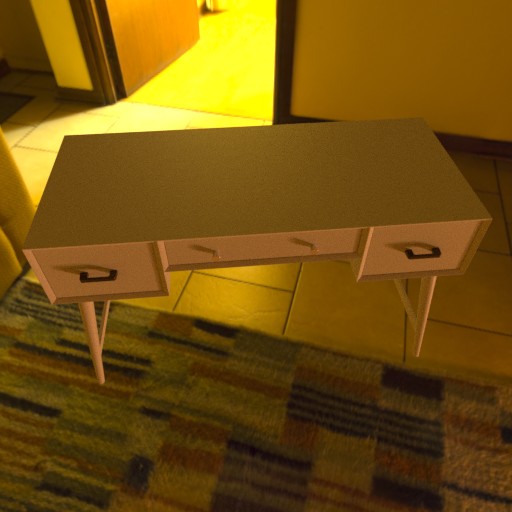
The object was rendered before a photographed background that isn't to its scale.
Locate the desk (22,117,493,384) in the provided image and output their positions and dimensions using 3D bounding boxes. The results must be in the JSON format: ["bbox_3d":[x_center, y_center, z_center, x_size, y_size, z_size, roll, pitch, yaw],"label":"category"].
[{"bbox_3d":[0.000,0.000,1.696,1.313,0.762,0.589,-4,47,-4],"label":"desk"}]
